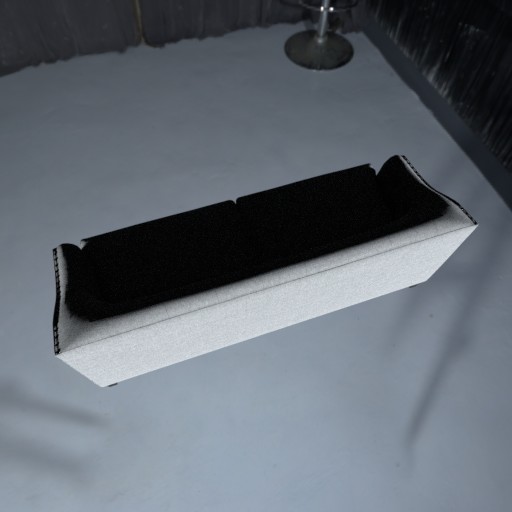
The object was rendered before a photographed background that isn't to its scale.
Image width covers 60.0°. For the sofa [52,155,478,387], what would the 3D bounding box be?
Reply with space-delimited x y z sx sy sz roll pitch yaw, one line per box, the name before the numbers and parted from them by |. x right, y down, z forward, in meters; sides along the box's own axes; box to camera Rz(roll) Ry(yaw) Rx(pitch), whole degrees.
sofa | 0.000 0.000 2.748 2.235 0.901 0.914 -16 58 -10
